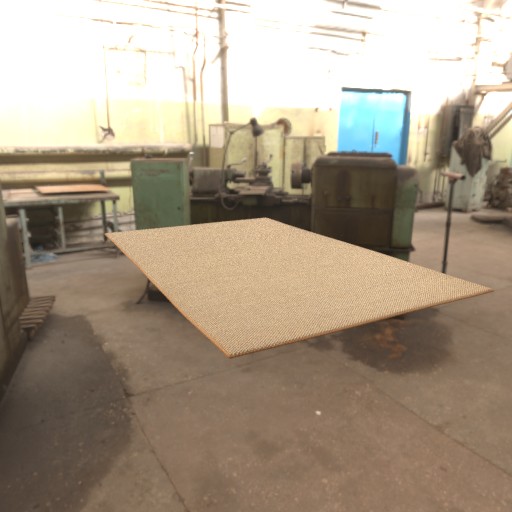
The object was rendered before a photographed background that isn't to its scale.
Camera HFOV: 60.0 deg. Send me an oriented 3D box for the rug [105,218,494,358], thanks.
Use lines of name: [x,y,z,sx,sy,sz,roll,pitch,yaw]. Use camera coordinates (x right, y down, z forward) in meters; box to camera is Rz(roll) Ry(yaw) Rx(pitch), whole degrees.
rug: [0.000,0.000,2.073,1.078,0.013,1.678,-8,17,-27]
